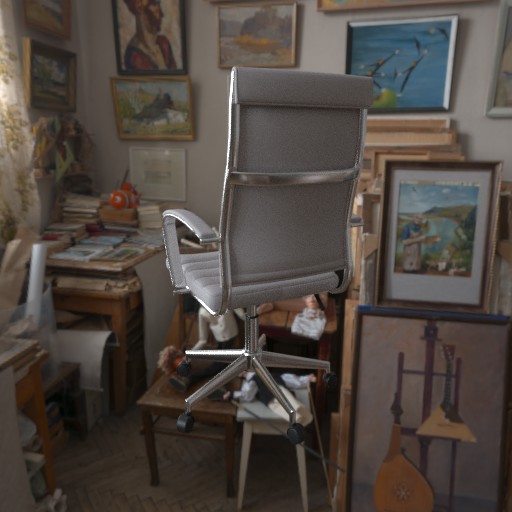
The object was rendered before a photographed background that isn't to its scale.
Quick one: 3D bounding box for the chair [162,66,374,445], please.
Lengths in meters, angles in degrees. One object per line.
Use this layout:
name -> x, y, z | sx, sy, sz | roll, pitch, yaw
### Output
chair -> 0.000, 0.000, 1.577 | 0.679, 1.149, 0.667 | -8, 17, -26
